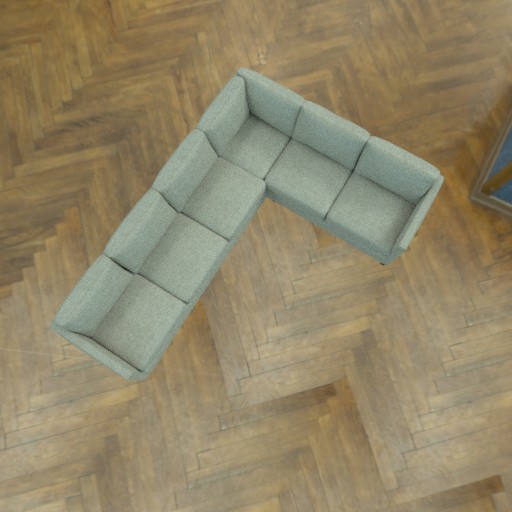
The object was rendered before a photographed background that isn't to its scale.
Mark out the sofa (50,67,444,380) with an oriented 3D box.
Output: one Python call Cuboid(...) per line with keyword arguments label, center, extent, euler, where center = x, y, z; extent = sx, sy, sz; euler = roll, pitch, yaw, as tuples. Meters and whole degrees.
Cuboid(label="sofa", center=(0.000, 0.000, 4.510), extent=(2.522, 0.934, 3.333), euler=(31, 77, 8))
